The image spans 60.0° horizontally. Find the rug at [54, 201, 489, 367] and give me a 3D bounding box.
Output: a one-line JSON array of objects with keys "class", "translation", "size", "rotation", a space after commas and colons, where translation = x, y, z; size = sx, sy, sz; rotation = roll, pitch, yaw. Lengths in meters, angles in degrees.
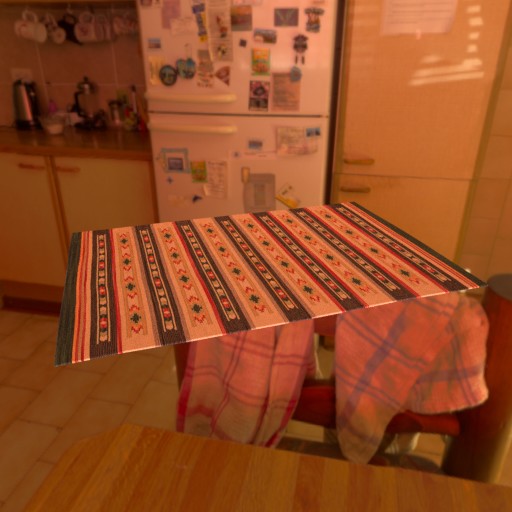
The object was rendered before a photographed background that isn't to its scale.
[{"class": "rug", "translation": [0.000, 0.000, 2.264], "size": [1.825, 0.009, 1.221], "rotation": [-8, 27, -16]}]
